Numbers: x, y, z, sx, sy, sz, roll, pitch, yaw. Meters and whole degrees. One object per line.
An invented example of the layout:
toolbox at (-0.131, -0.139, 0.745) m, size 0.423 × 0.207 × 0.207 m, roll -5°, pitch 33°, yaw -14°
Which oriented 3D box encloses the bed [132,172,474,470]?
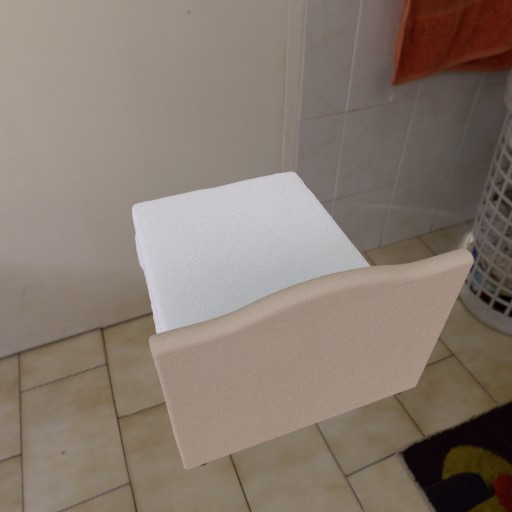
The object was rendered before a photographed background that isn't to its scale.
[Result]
bed at (0.000, 0.000, 3.175) m, size 1.678 × 1.398 × 2.052 m, roll -14°, pitch 45°, yaw -15°
